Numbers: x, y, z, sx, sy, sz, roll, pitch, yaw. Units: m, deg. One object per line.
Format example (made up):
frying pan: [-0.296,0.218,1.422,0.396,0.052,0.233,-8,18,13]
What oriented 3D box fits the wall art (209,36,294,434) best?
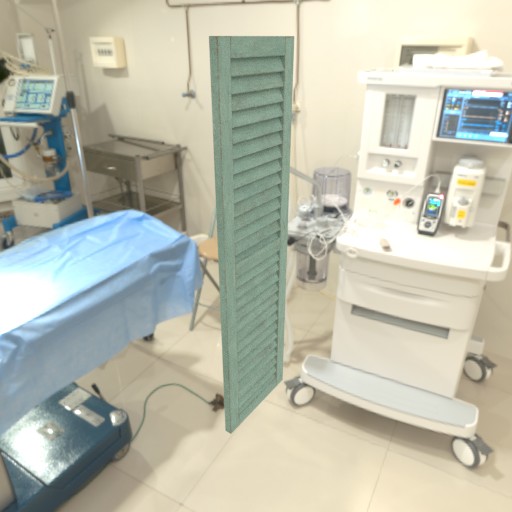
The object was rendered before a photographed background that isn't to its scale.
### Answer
wall art: [0.000,0.000,1.372,0.025,1.219,0.329,18,31,31]
